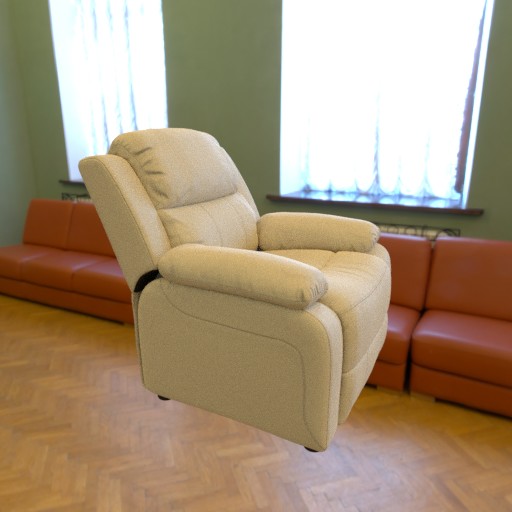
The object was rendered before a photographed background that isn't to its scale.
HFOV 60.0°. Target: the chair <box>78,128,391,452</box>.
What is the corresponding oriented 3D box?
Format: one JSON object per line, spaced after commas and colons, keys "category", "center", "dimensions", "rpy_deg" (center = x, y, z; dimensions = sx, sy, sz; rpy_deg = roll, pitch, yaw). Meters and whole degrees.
{"category": "chair", "center": [0.000, 0.000, 1.259], "dimensions": [0.709, 0.702, 0.680], "rpy_deg": [8, 17, 26]}
